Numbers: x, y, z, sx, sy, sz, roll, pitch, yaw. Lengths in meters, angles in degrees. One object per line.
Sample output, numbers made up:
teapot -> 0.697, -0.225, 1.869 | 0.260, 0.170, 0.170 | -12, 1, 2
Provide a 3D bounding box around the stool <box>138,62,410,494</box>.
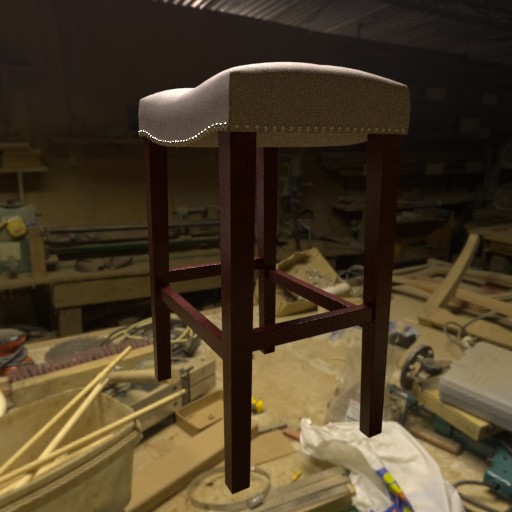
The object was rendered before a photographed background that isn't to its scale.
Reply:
stool -> 0.000, 0.000, 0.997 | 0.372, 0.742, 0.504 | -8, 16, -28
